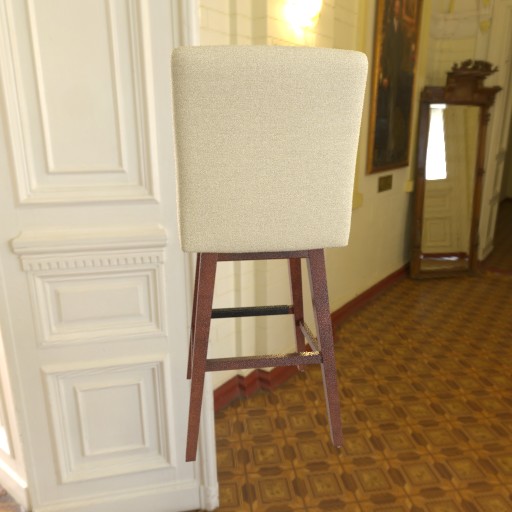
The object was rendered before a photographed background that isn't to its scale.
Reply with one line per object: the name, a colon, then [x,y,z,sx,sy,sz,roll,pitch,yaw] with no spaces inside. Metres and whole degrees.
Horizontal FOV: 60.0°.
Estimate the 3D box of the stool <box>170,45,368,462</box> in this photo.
stool: [0.000,0.000,1.361,0.470,1.097,0.559,-2,16,-8]
